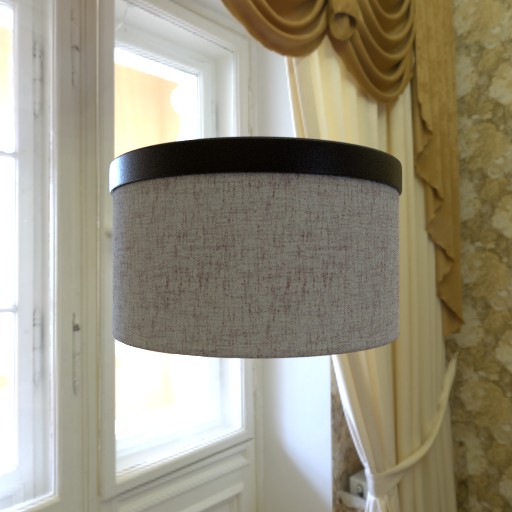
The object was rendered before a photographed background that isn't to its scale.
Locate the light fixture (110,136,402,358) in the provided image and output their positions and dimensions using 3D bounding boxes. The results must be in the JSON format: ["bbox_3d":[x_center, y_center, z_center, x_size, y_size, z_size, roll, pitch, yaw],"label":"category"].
[{"bbox_3d":[0.000,0.000,0.621,0.389,0.229,0.389,0,-1,0],"label":"light fixture"}]
